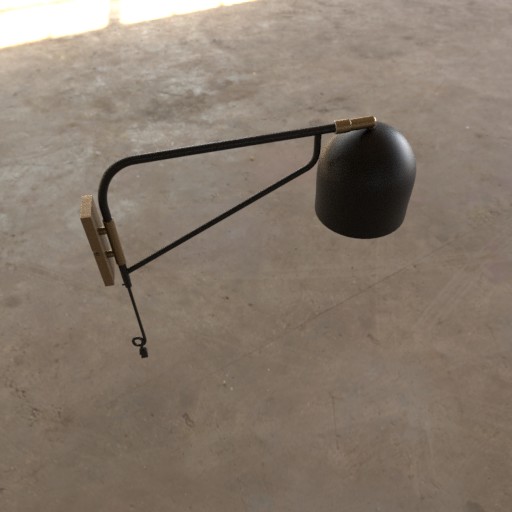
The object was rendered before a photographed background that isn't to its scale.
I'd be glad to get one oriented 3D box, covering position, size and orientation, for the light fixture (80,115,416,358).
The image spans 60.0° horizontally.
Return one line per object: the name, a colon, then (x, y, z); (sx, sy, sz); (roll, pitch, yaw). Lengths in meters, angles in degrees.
light fixture: (0.000, 0.000, 1.102); (0.720, 0.696, 0.215); (-9, 46, -9)
